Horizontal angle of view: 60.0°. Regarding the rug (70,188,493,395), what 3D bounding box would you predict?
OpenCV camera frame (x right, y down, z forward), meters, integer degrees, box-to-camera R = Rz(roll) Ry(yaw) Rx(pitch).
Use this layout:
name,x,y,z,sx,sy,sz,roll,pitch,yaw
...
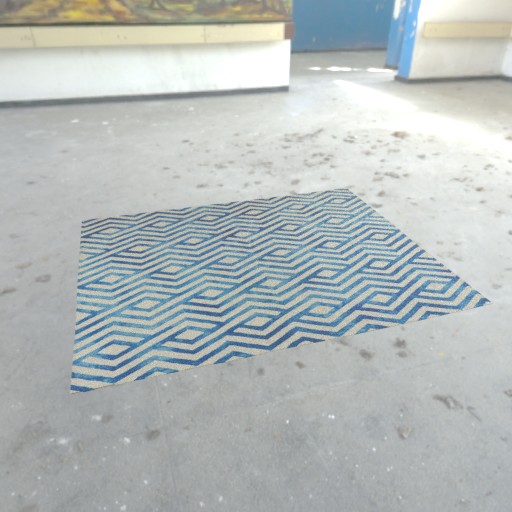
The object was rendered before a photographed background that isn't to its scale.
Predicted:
name,x,y,z,sx,sy,sz,roll,pitch,yaw
rug,0.000,0.000,4.015,3.059,0.008,2.453,-9,32,-15
